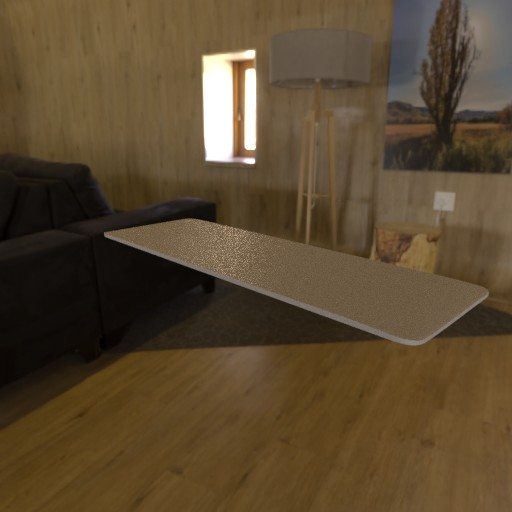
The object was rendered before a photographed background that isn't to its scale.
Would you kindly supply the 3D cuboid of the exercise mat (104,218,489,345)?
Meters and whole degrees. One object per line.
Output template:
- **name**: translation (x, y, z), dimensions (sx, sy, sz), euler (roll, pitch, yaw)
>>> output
- **exercise mat**: translation (0.000, 0.000, 2.067), dimensions (0.616, 0.021, 1.884), euler (-15, 22, -42)
